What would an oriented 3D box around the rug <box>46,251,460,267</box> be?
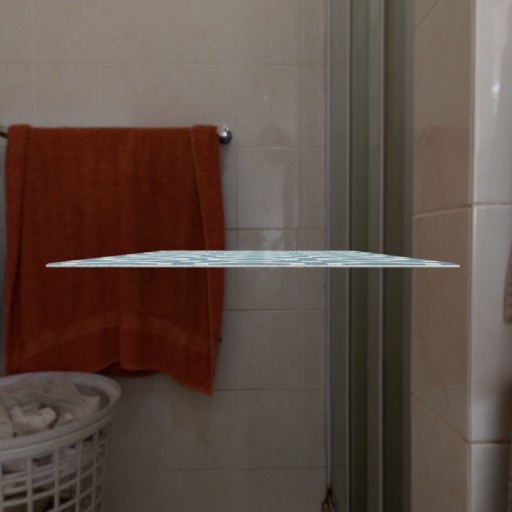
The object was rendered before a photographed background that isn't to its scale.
[{"bbox_3d":[0.000,0.000,4.155,2.466,0.021,3.049,0,2,1],"label":"rug"}]
